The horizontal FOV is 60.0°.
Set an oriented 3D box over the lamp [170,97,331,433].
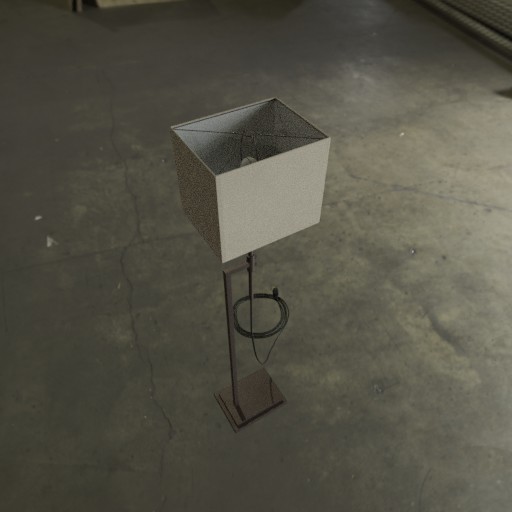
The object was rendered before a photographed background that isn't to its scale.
[{"bbox_3d":[0.000,0.000,2.011,0.698,1.600,0.774,-23,50,-21],"label":"lamp"}]
